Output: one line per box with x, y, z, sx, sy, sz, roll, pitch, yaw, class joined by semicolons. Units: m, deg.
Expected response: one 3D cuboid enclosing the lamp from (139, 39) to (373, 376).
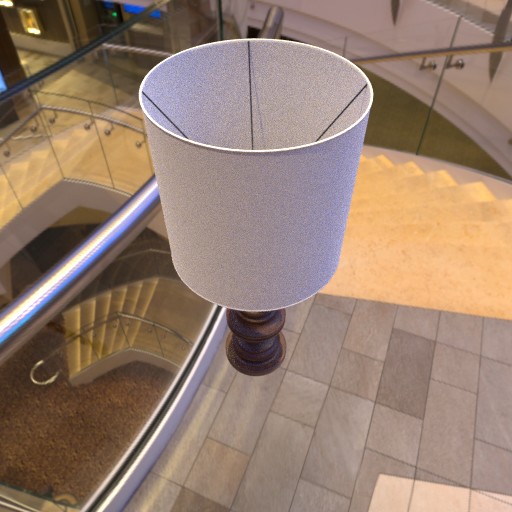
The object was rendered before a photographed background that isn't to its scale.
0.000;0.000;0.568;0.208;0.455;0.208;-18;50;-16;lamp
